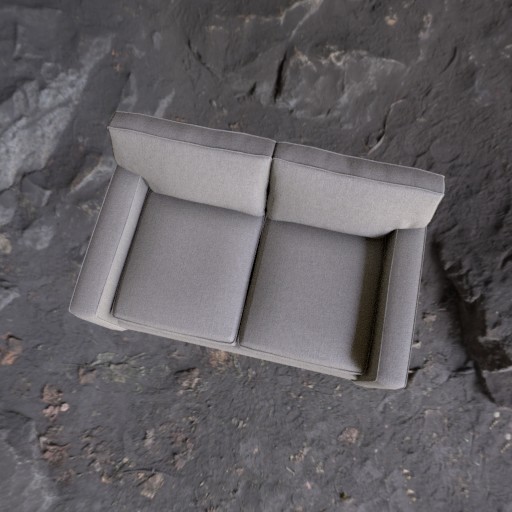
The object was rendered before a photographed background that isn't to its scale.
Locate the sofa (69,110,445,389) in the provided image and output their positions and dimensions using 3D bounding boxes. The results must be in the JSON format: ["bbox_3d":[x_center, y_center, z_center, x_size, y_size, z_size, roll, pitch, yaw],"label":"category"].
[{"bbox_3d":[0.000,0.000,2.113,1.484,0.853,0.940,12,75,3],"label":"sofa"}]
